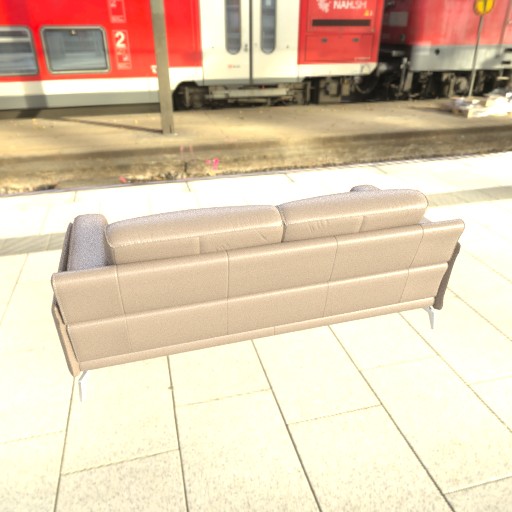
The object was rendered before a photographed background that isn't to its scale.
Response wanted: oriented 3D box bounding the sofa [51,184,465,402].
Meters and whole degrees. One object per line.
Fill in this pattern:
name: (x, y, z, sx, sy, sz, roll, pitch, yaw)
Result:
sofa: (0.000, 0.000, 2.556, 2.101, 0.930, 1.049, -8, 29, -15)
